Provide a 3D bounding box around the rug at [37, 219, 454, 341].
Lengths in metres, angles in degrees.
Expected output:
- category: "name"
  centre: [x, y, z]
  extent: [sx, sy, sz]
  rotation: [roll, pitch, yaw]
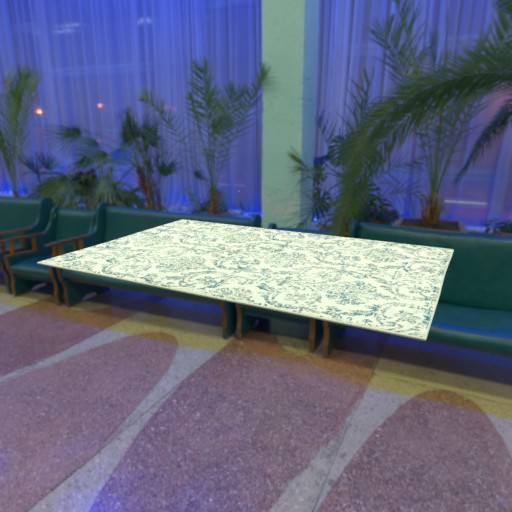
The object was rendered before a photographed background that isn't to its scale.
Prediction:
- category: "rug"
  centre: [0.000, 0.000, 3.485]
  extent: [2.746, 0.018, 1.819]
  rotation: [8, 18, 26]
